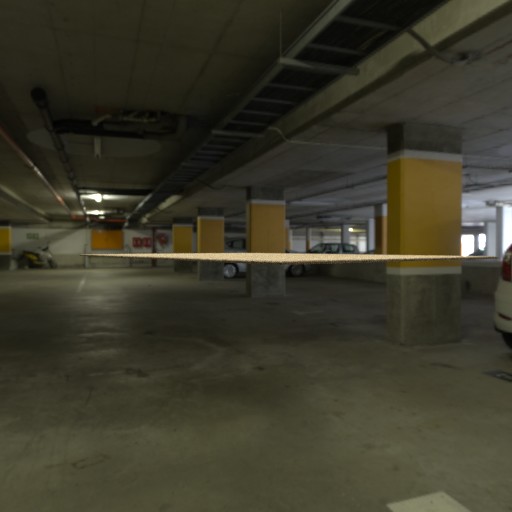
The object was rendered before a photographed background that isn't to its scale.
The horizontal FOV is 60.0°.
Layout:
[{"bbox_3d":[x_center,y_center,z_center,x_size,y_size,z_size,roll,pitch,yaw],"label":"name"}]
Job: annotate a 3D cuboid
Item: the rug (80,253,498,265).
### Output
[{"bbox_3d":[0.000,0.000,2.829,1.547,0.013,2.283,-1,1,-37],"label":"rug"}]
